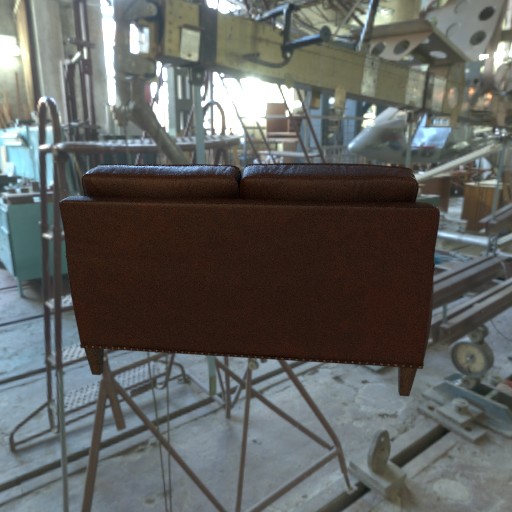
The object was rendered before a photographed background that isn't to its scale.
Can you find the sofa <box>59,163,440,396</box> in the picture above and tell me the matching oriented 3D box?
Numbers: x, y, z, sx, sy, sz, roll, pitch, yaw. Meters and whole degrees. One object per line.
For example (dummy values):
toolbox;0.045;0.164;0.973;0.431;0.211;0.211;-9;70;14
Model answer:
sofa;0.000;0.000;2.321;1.628;1.003;1.083;2;16;7
